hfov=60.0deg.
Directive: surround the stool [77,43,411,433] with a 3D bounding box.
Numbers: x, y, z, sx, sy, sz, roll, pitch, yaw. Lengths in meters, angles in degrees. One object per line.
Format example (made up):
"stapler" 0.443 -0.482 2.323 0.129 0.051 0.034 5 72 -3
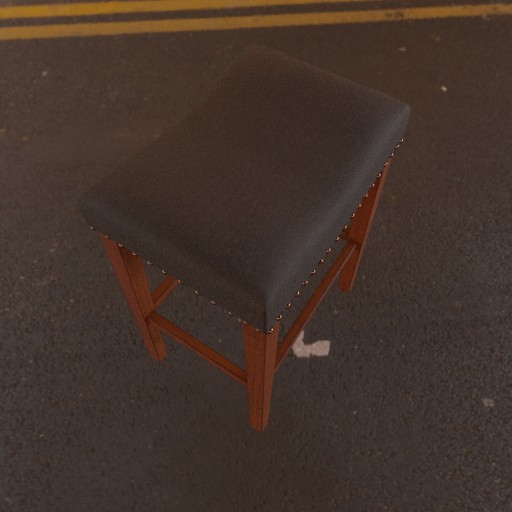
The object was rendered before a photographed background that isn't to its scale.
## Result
"stool" 0.000 0.000 0.864 0.320 0.612 0.439 29 62 17
